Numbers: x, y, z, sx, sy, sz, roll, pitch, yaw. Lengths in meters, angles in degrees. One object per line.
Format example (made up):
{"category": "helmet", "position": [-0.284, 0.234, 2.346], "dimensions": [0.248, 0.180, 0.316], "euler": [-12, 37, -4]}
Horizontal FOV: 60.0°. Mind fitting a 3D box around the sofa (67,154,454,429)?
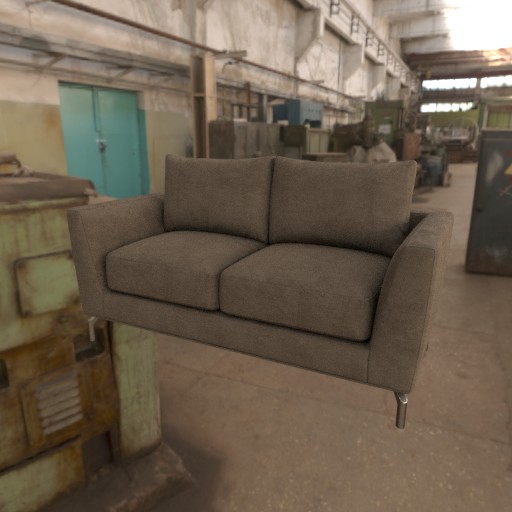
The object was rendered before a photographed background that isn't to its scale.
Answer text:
{"category": "sofa", "position": [0.000, 0.000, 2.337], "dimensions": [1.832, 1.013, 0.855], "euler": [8, 17, 26]}
